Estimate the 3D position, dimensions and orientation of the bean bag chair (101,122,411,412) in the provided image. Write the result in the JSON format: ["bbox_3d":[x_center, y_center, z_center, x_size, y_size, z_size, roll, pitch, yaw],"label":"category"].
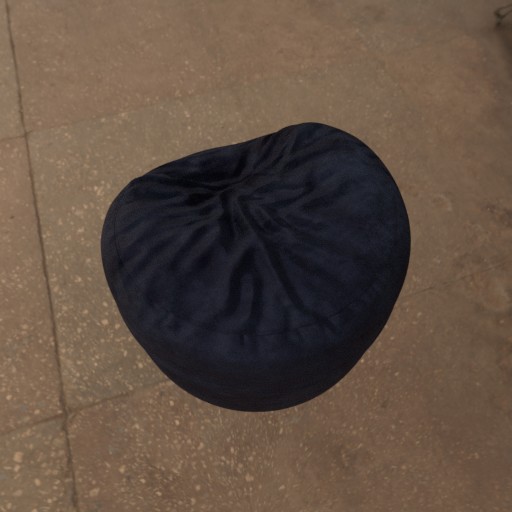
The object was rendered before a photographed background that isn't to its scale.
[{"bbox_3d":[0.000,0.000,1.458,0.918,0.616,0.918,0,59,0],"label":"bean bag chair"}]
